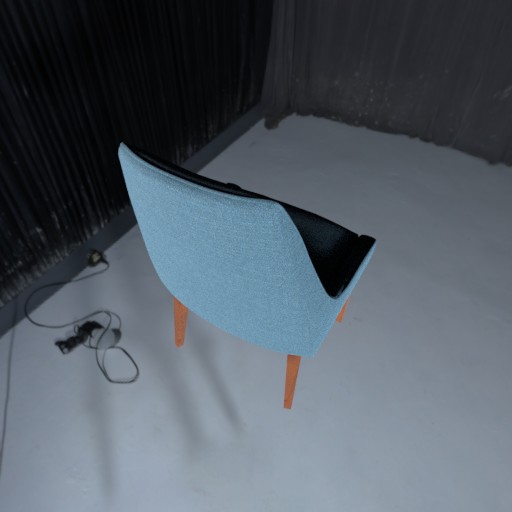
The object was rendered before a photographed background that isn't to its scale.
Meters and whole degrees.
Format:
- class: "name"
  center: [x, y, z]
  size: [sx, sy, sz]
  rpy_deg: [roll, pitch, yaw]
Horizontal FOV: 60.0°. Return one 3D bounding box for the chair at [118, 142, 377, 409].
- class: "chair"
  center: [0.000, 0.000, 1.232]
  size: [0.529, 0.861, 0.544]
  rpy_deg: [24, 52, 21]
